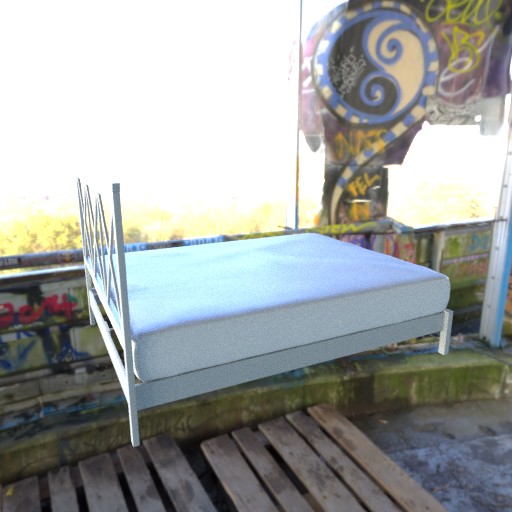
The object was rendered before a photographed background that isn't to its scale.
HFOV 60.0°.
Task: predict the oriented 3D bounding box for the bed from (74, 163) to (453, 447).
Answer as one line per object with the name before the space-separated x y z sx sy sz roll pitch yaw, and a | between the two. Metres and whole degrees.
bed | 0.000 0.000 3.132 2.135 1.253 1.673 -7 16 -26
